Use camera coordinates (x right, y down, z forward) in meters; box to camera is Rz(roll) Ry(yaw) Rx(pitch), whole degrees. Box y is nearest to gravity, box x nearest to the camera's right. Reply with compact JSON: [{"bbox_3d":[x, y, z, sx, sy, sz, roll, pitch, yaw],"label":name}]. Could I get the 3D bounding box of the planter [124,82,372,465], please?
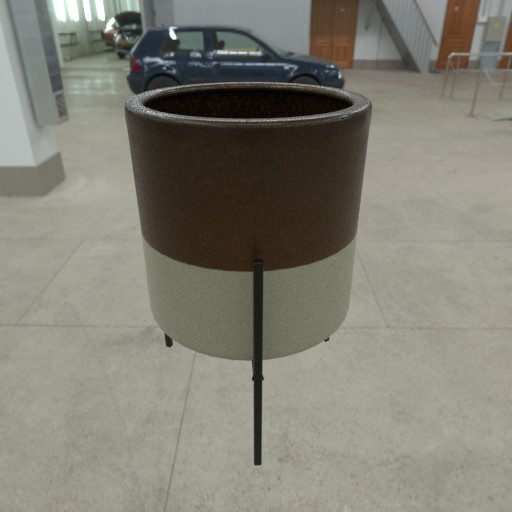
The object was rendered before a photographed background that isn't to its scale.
[{"bbox_3d":[0.000,0.000,0.546,0.269,0.375,0.255,-18,33,-30],"label":"planter"}]
